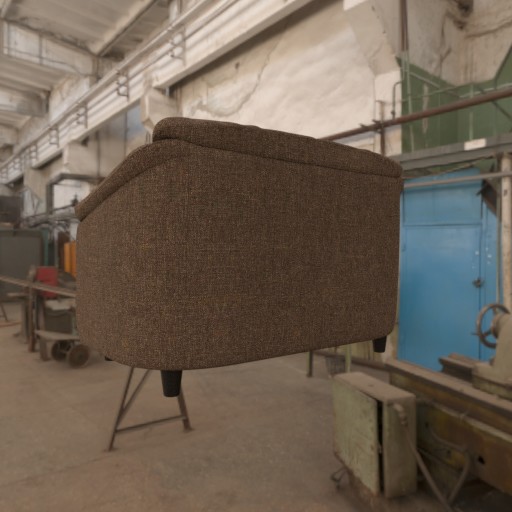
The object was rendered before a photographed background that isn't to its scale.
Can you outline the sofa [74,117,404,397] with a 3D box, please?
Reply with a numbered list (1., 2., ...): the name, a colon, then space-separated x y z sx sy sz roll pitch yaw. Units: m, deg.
1. sofa: 0.000 0.000 1.956 1.404 0.895 0.799 0 1 -37
